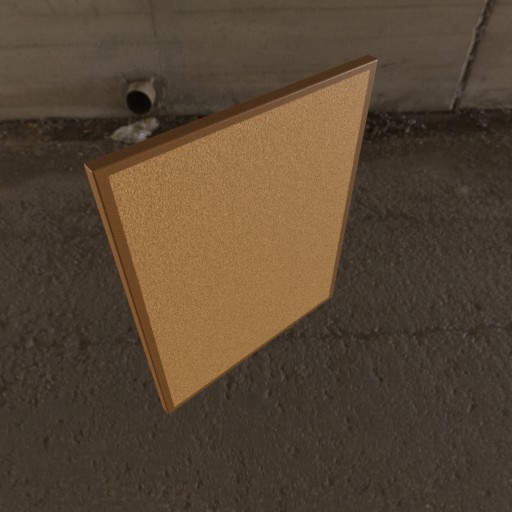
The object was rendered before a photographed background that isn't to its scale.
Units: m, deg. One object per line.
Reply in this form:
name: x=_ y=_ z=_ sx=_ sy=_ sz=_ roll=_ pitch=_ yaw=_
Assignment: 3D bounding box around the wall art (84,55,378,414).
wall art: x=0.000 y=0.000 z=0.750 sx=0.449 sy=0.550 sz=0.021 roll=-31 pitch=53 yaw=-27
